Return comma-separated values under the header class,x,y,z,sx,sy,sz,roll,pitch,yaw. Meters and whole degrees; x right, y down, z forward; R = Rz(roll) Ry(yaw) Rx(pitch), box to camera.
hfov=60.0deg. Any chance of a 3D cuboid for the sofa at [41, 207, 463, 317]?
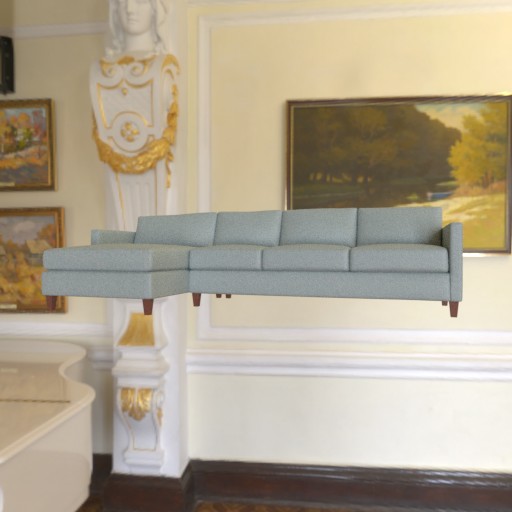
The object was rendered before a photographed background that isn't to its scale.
class,x,y,z,sx,sy,sz,roll,pitch,yaw
sofa,0.000,0.000,4.081,3.470,0.953,1.600,0,0,18
